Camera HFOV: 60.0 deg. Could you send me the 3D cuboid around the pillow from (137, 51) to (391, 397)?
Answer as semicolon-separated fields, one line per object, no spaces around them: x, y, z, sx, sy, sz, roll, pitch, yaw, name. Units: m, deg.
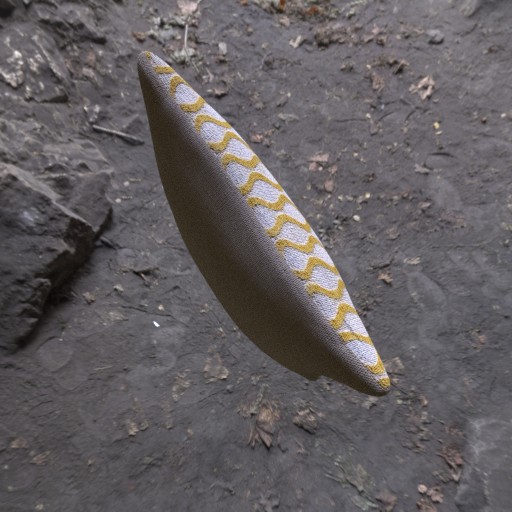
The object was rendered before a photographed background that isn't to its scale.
0.000;0.000;0.640;0.159;0.436;0.429;-34;78;-8;pillow
